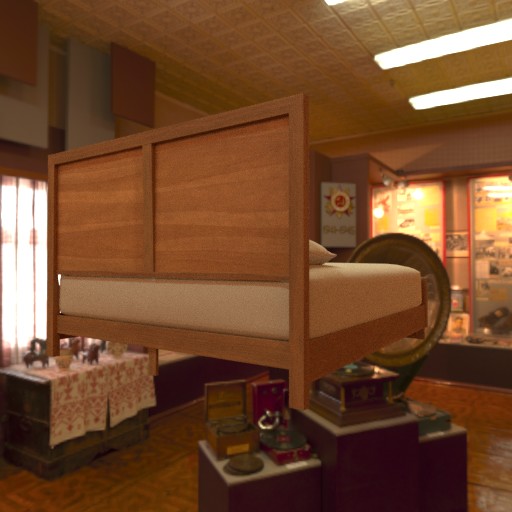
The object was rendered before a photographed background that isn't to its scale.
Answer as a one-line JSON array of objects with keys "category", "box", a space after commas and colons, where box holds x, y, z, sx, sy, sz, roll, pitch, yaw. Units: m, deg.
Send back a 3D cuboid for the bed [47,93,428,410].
[{"category": "bed", "box": [0.000, 0.000, 3.400, 2.003, 1.387, 2.184, -1, -1, 34]}]
